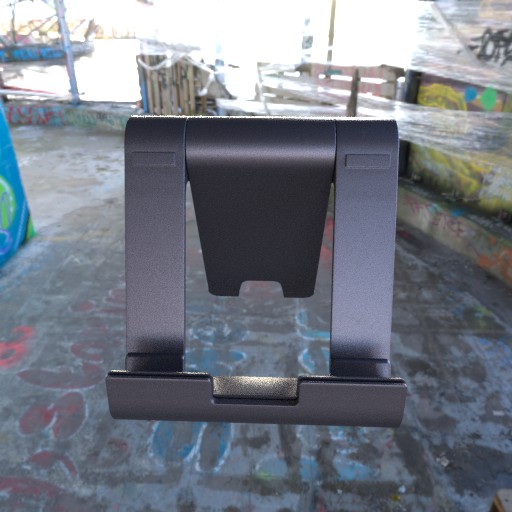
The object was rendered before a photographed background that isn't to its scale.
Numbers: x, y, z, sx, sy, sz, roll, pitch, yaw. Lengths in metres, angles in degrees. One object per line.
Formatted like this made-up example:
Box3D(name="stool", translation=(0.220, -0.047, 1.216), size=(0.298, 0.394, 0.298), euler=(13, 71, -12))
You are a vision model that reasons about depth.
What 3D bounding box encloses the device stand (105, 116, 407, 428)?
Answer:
Box3D(name="device stand", translation=(0.000, 0.000, 0.149), size=(0.088, 0.084, 0.079), euler=(1, 29, 2))
